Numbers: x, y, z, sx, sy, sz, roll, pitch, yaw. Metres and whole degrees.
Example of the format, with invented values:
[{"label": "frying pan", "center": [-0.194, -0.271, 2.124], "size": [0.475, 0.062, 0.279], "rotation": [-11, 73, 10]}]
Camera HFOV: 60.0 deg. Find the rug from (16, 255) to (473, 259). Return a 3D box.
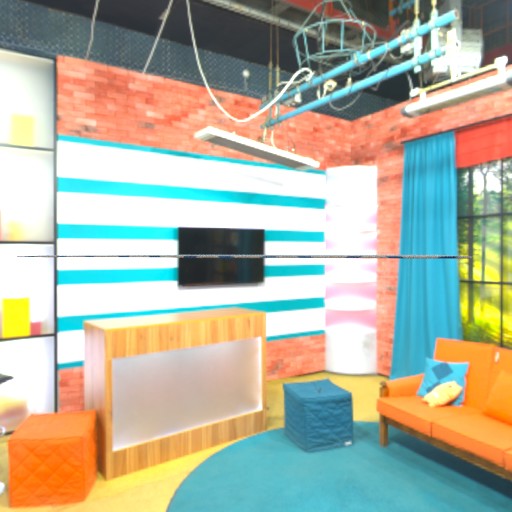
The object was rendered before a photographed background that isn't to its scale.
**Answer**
[{"label": "rug", "center": [0.000, 0.000, 2.260], "size": [1.830, 0.008, 1.225], "rotation": [0, 0, 18]}]
